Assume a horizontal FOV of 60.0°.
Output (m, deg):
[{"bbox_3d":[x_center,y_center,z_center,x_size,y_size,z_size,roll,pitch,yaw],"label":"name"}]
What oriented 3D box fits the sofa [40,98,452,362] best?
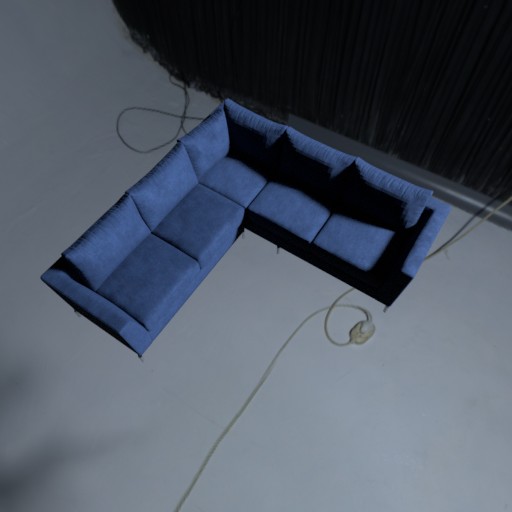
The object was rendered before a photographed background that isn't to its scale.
[{"bbox_3d":[0.000,0.000,3.877,2.463,0.988,2.472,29,63,17],"label":"sofa"}]
